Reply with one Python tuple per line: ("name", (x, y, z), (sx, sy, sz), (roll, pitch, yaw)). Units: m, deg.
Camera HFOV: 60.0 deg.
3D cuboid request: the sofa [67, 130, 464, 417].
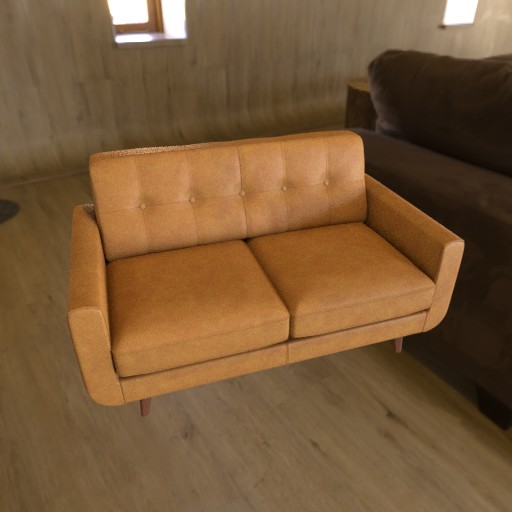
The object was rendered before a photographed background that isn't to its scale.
("sofa", (0.000, 0.000, 2.164), (1.651, 0.925, 0.952), (-10, 32, -15))
